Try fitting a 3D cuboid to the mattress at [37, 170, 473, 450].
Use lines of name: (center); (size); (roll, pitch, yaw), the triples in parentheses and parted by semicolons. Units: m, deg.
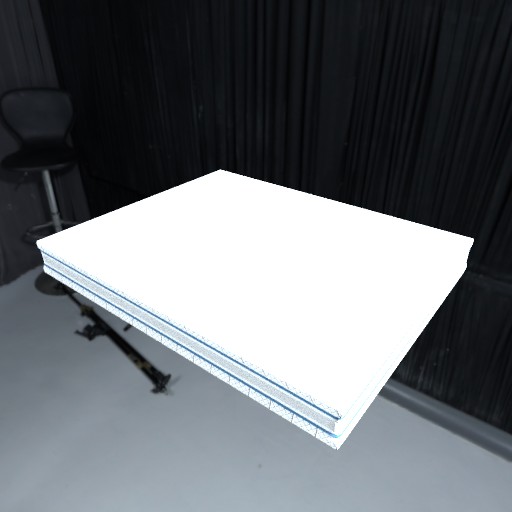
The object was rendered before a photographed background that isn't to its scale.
mattress: (0.000, 0.000, 2.640); (2.000, 0.230, 1.600); (21, 36, 32)
